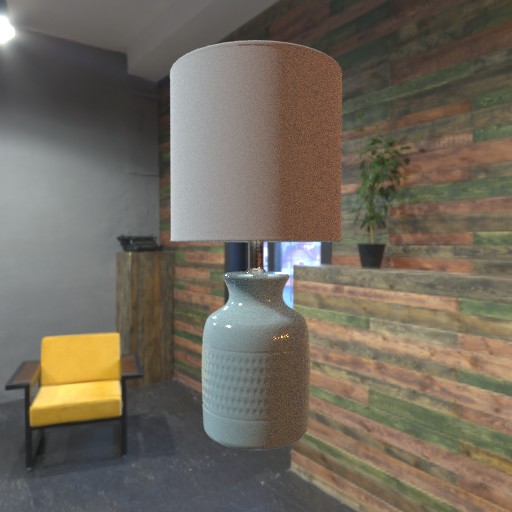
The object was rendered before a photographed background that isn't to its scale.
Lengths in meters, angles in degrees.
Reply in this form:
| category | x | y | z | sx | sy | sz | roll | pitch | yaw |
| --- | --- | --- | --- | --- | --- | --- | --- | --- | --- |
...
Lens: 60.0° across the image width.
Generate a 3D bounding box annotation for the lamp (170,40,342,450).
| category | x | y | z | sx | sy | sz | roll | pitch | yaw |
| --- | --- | --- | --- | --- | --- | --- | --- | --- | --- |
| lamp | 0.000 | 0.000 | 1.104 | 0.418 | 0.871 | 0.418 | -1 | 2 | -35 |
